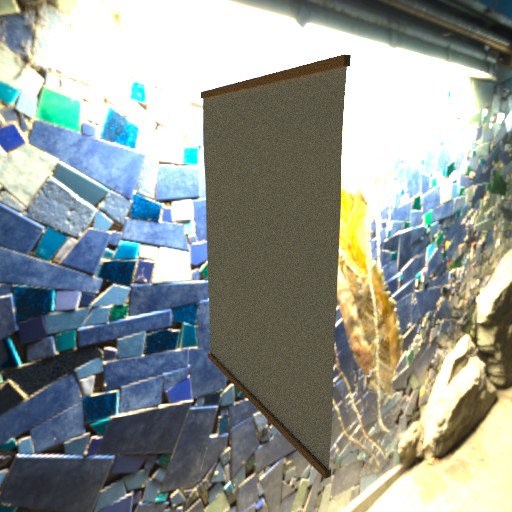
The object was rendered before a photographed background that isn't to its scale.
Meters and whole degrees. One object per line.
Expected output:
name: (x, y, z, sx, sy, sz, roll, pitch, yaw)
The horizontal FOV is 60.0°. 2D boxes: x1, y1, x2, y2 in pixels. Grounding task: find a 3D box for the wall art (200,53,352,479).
wall art: (0.000, 0.000, 0.805, 0.011, 0.605, 0.458, -8, 16, -28)
